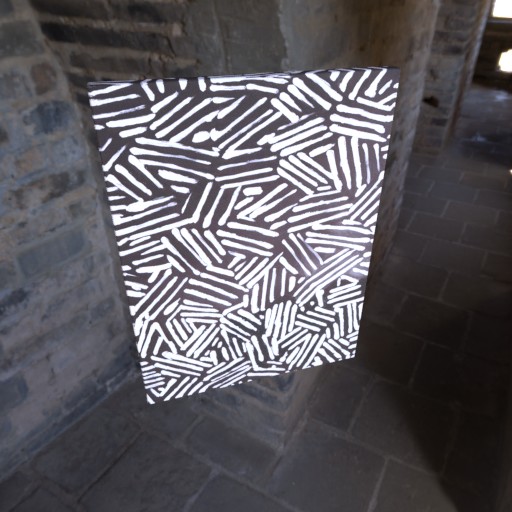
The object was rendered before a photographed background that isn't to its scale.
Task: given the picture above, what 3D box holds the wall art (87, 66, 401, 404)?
[{"bbox_3d":[0.000,0.000,1.323,0.765,1.017,0.038,-9,33,-14],"label":"wall art"}]
